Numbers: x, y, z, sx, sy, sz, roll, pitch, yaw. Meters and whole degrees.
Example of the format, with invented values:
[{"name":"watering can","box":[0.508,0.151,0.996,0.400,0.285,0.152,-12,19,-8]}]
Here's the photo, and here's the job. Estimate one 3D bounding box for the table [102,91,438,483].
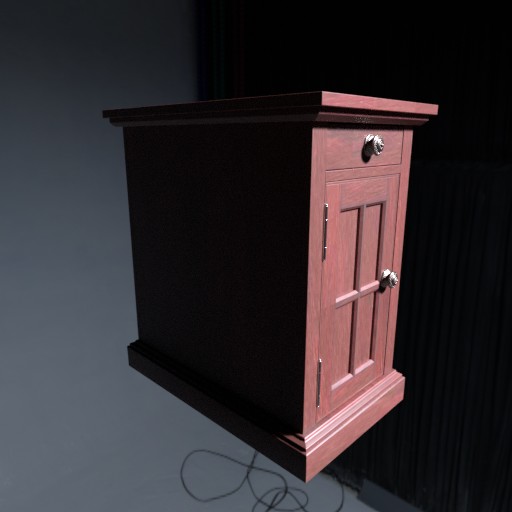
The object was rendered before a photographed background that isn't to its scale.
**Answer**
[{"name":"table","box":[0.000,0.000,0.964,0.584,0.612,0.356,14,21,42]}]
